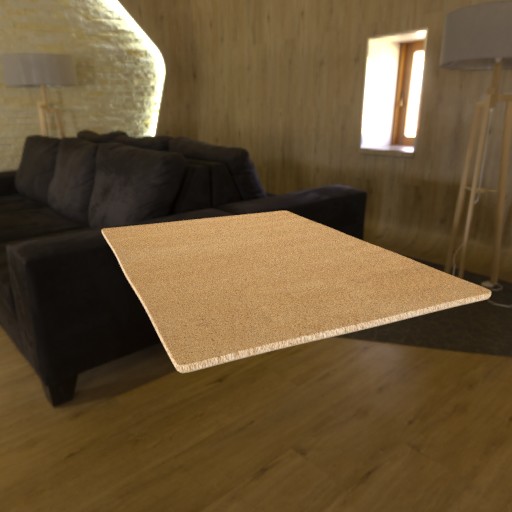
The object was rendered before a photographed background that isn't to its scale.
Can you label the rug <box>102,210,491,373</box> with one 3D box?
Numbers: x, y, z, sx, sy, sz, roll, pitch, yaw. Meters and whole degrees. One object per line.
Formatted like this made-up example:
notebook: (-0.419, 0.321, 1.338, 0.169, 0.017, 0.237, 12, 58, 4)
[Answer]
rug: (0.000, 0.000, 2.082, 1.199, 0.025, 1.600, -8, 20, -24)
